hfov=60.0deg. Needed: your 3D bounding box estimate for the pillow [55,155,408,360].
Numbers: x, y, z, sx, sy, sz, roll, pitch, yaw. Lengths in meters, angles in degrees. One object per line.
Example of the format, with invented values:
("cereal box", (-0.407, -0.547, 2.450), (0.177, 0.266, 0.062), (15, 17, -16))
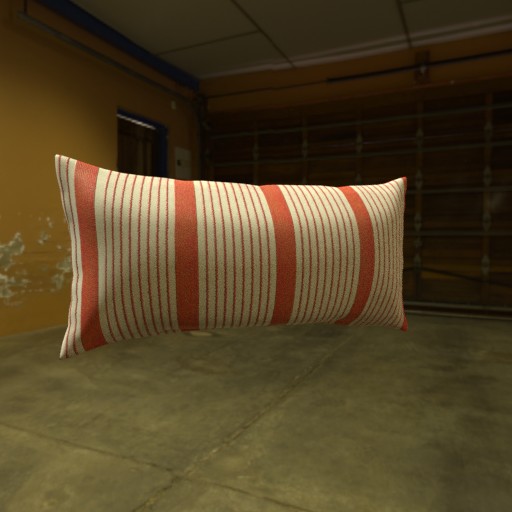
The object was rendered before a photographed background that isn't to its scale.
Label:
("pillow", (0.000, 0.000, 0.737), (0.608, 0.297, 0.151), (-1, 2, -19))
